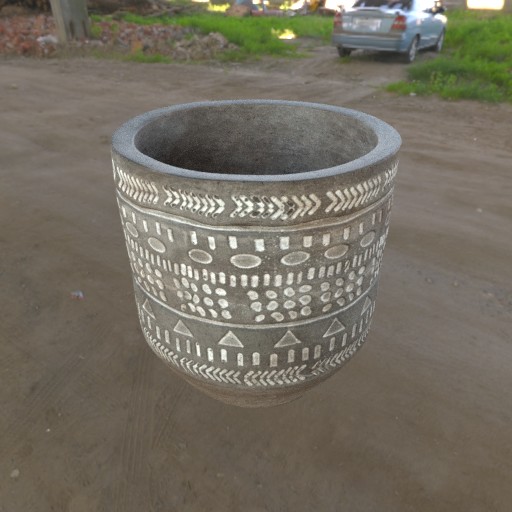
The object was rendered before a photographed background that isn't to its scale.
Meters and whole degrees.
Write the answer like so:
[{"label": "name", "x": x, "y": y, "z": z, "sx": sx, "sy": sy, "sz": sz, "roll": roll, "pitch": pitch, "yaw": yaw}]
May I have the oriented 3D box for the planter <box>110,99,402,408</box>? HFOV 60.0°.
[{"label": "planter", "x": 0.000, "y": 0.000, "z": 0.222, "sx": 0.122, "sy": 0.128, "sz": 0.122, "roll": 0, "pitch": 31, "yaw": 0}]
